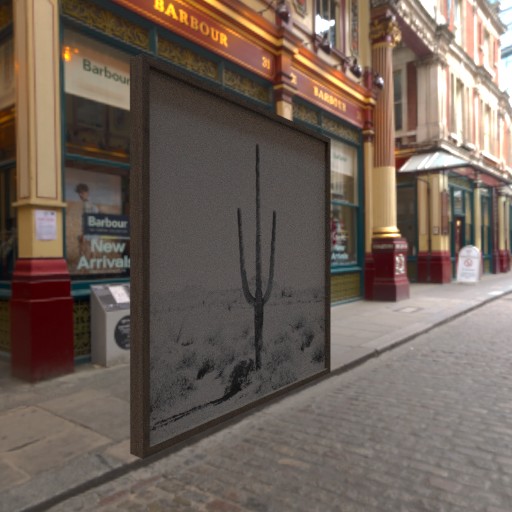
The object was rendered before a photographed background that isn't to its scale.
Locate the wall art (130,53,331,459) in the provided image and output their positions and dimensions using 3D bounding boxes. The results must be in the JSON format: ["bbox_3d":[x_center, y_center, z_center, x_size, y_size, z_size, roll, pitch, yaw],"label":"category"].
[{"bbox_3d":[0.000,0.000,1.148,0.038,0.762,0.762,0,0,37],"label":"wall art"}]
